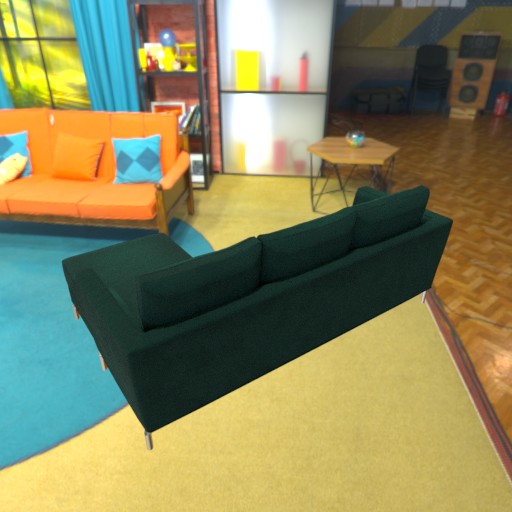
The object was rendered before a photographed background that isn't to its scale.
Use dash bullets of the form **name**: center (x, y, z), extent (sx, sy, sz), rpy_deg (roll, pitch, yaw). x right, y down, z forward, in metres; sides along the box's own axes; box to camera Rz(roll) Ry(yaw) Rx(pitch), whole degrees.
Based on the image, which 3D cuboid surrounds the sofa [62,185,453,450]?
- **sofa**: center (0.000, 0.000, 3.208), extent (2.441, 1.007, 1.489), rpy_deg (-19, 35, -30)
